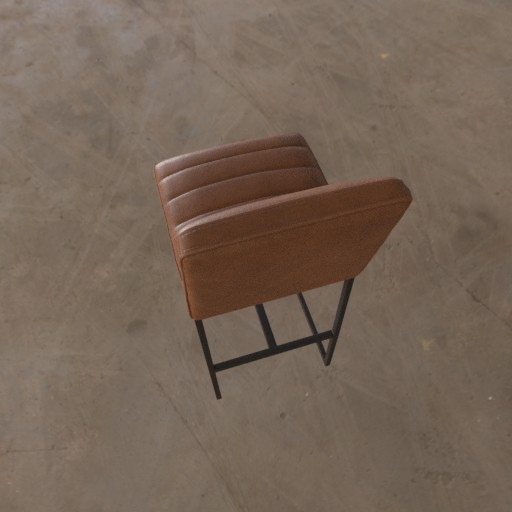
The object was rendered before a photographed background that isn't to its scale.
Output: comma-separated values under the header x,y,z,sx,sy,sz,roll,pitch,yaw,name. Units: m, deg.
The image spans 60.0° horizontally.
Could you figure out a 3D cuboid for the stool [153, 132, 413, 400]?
x,y,z,sx,sy,sz,roll,pitch,yaw,name
0.000,0.000,1.311,0.458,1.040,0.556,-15,59,-9,stool
